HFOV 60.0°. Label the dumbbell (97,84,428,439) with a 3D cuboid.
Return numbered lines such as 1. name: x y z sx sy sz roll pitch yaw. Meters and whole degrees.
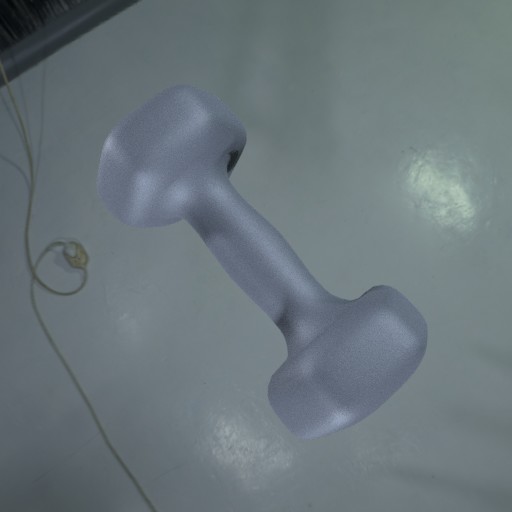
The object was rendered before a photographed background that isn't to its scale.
1. dumbbell: 0.000 0.000 0.302 0.116 0.105 0.240 -39 80 -8
